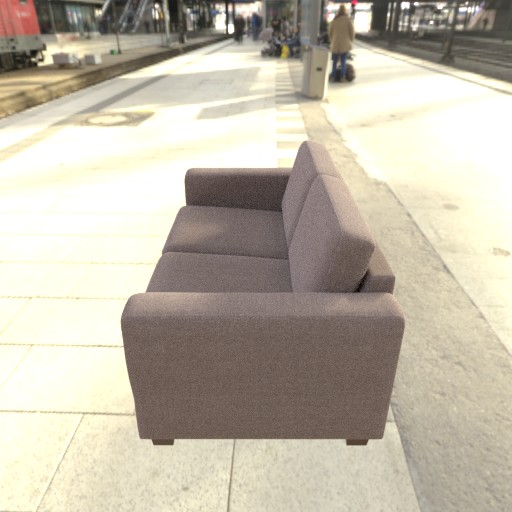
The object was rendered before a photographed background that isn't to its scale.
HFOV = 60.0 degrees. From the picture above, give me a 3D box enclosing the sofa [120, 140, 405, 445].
[{"bbox_3d":[0.000,0.000,2.045,0.900,0.800,1.520,0,28,0],"label":"sofa"}]
